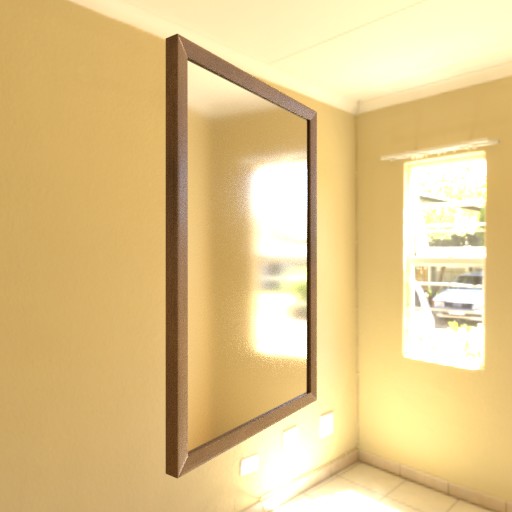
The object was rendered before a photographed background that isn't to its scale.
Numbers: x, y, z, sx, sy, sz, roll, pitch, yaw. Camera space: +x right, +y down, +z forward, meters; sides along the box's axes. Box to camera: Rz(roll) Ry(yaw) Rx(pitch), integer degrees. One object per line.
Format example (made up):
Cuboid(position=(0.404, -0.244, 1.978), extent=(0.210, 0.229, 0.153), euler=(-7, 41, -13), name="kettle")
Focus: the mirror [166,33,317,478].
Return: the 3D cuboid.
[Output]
Cuboid(position=(0.000, 0.000, 1.169), extent=(0.040, 0.915, 0.609), euler=(0, 0, 36), name="mirror")
